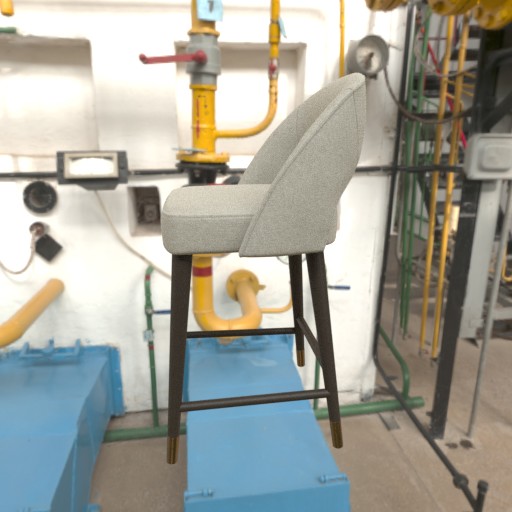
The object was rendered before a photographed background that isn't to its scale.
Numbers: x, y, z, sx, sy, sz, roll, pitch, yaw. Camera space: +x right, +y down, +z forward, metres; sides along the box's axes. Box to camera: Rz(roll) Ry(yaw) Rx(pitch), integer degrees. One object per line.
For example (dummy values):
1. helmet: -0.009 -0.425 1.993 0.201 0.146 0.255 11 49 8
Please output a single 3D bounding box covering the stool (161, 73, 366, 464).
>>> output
1. stool: 0.000 0.000 1.224 0.509 0.940 0.494 -2 16 -7
